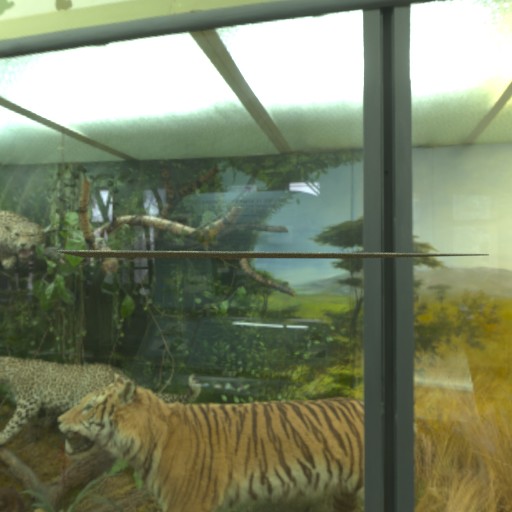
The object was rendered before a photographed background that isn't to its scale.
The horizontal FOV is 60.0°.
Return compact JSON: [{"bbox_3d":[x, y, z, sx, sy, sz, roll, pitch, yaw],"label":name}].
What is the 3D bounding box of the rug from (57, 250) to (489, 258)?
[{"bbox_3d":[0.000,0.000,4.384,3.353,0.013,2.438,0,-1,-18],"label":"rug"}]
